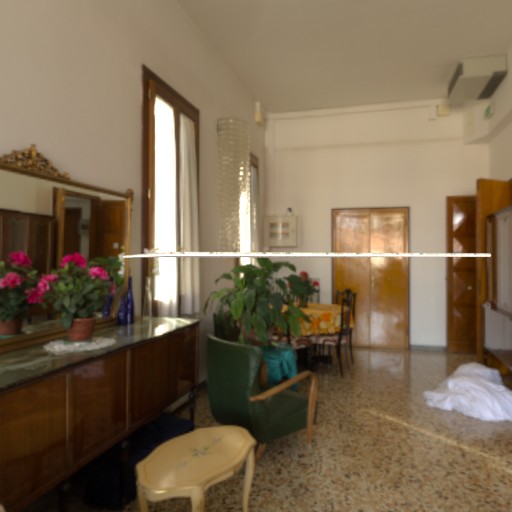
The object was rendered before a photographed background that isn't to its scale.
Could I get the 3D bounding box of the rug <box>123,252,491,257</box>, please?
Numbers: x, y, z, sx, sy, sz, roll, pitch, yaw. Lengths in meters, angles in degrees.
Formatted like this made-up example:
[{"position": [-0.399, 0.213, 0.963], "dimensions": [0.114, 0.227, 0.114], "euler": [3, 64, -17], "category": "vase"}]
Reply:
[{"position": [0.000, 0.000, 2.895], "dimensions": [1.521, 0.015, 2.280], "euler": [0, 0, -20], "category": "rug"}]
